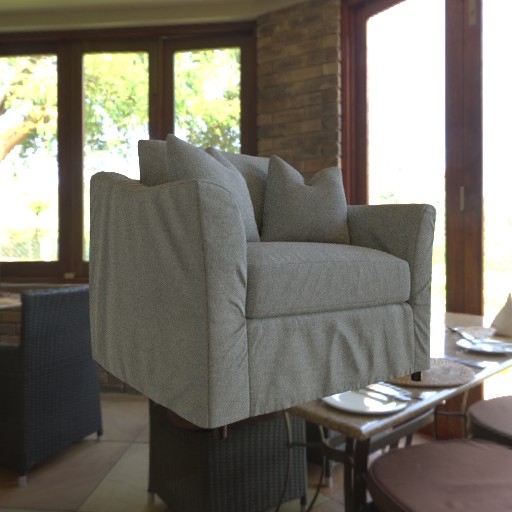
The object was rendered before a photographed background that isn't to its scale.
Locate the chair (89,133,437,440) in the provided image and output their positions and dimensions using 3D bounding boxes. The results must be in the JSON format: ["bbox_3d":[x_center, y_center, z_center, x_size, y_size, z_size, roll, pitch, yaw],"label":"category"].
[{"bbox_3d":[0.000,0.000,1.988,1.194,1.059,1.071,0,0,-36],"label":"chair"}]
